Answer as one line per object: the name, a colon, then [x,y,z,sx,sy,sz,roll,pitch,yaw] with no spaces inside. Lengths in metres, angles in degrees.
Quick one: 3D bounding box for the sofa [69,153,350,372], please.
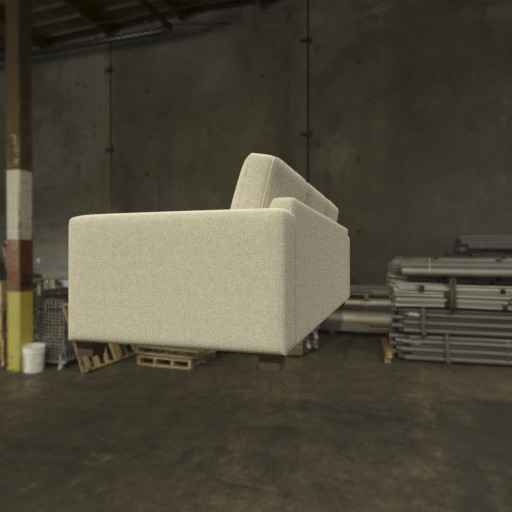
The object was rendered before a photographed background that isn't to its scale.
sofa: [0.000,0.000,2.636,0.900,0.800,2.160,0,0,17]
